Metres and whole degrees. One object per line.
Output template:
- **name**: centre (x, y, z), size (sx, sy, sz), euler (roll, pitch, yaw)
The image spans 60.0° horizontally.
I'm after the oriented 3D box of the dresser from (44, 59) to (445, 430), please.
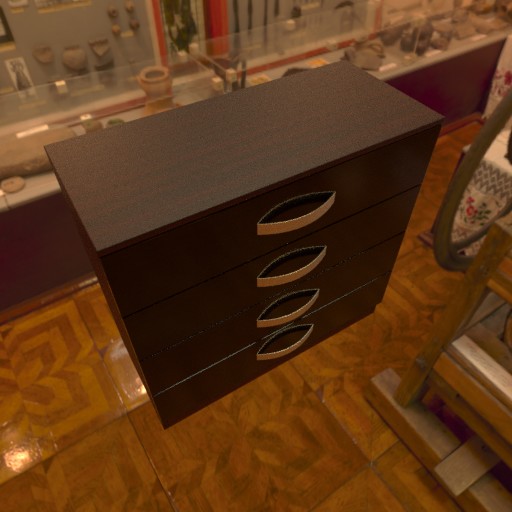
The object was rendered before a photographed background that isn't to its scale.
- **dresser**: centre (0.000, 0.000, 1.154), size (0.750, 0.720, 0.360), euler (-24, 52, -21)
